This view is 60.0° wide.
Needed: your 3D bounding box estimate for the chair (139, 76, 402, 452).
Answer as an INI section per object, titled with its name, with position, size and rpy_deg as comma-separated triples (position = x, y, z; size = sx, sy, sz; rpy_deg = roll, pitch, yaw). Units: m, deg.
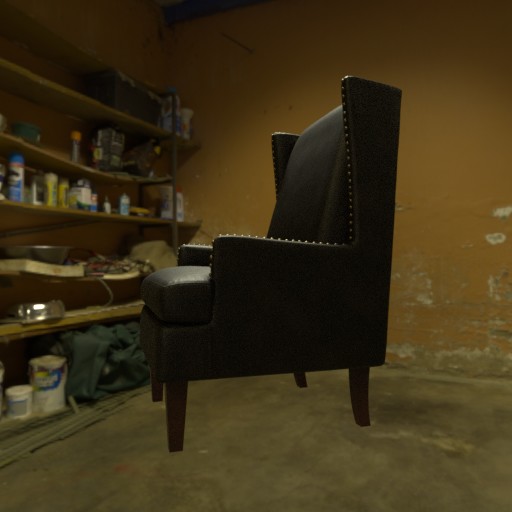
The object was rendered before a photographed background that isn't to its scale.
[chair]
position = 0.000, 0.000, 1.642
size = 0.799, 1.142, 0.703
rpy_deg = 0, -1, -19
